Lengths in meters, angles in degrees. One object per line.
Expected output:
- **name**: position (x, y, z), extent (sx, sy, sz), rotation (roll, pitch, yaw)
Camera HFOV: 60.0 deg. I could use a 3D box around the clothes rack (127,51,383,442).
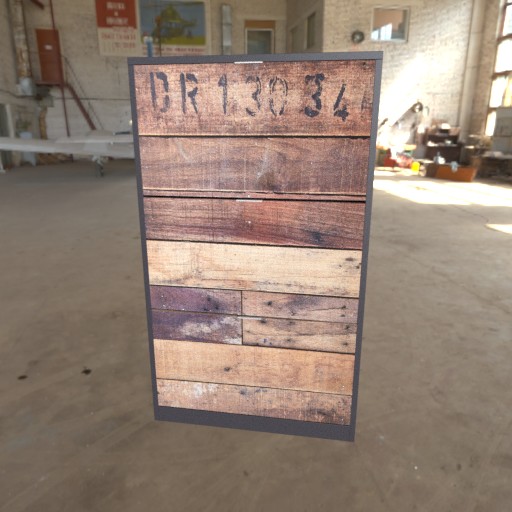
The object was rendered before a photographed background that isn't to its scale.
- **clothes rack**: position (0.000, 0.000, 1.569), extent (0.750, 1.280, 0.250), rotation (3, 17, 9)
